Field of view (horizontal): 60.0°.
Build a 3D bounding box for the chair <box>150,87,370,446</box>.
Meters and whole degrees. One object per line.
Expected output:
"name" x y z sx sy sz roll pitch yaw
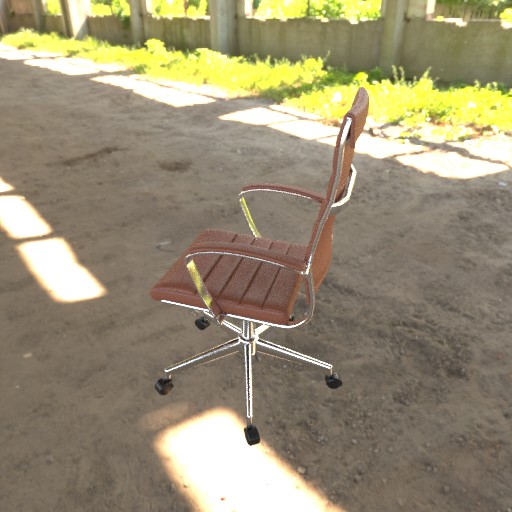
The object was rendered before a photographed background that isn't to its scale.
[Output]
"chair" 0.000 0.000 1.644 0.739 1.149 0.766 8 30 14
